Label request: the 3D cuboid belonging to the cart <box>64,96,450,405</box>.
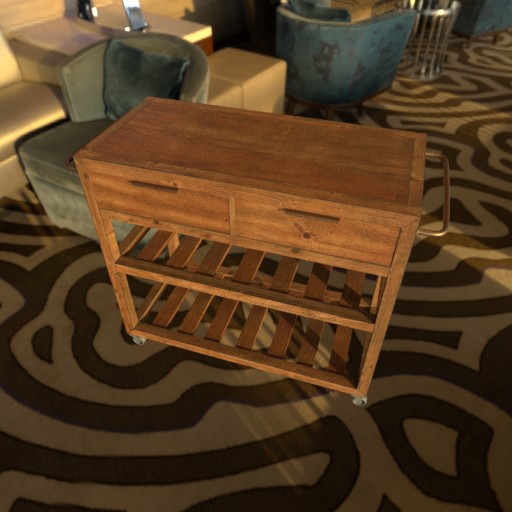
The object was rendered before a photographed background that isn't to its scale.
[{"bbox_3d":[0.000,0.000,1.522,1.065,0.830,0.445,12,43,13],"label":"cart"}]
